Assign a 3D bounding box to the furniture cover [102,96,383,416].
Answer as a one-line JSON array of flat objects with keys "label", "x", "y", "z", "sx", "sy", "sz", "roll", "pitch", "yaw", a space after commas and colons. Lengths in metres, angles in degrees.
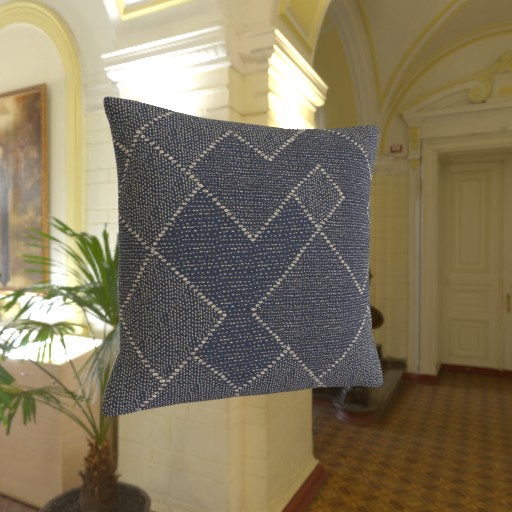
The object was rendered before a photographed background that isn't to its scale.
[{"label": "furniture cover", "x": 0.000, "y": 0.000, "z": 0.777, "sx": 0.511, "sy": 0.503, "sz": 0.162, "roll": 0, "pitch": 1, "yaw": -18}]
